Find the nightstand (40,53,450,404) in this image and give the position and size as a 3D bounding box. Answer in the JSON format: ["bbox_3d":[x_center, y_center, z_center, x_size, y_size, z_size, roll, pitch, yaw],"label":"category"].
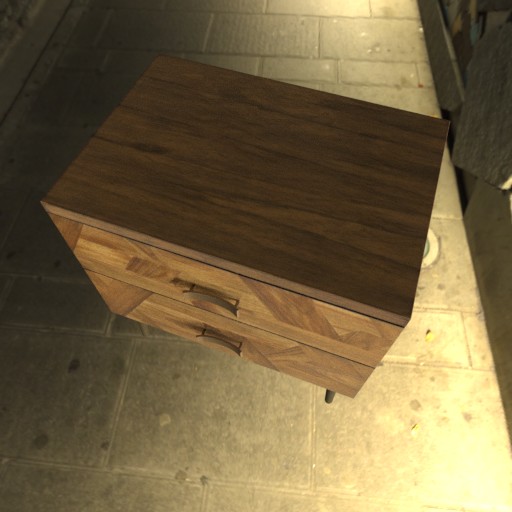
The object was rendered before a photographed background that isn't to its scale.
[{"bbox_3d":[0.000,0.000,1.034,0.610,0.610,0.458,17,60,11],"label":"nightstand"}]
